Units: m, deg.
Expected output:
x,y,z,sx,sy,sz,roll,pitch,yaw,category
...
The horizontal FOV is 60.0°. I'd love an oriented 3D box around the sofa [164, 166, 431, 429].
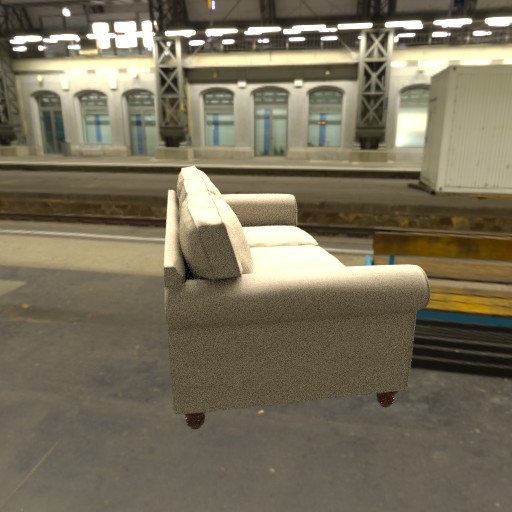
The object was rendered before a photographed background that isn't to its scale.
x,y,z,sx,sy,sz,roll,pitch,yaw,category
0.000,0.000,2.589,0.998,0.889,2.118,-3,17,-10,sofa
